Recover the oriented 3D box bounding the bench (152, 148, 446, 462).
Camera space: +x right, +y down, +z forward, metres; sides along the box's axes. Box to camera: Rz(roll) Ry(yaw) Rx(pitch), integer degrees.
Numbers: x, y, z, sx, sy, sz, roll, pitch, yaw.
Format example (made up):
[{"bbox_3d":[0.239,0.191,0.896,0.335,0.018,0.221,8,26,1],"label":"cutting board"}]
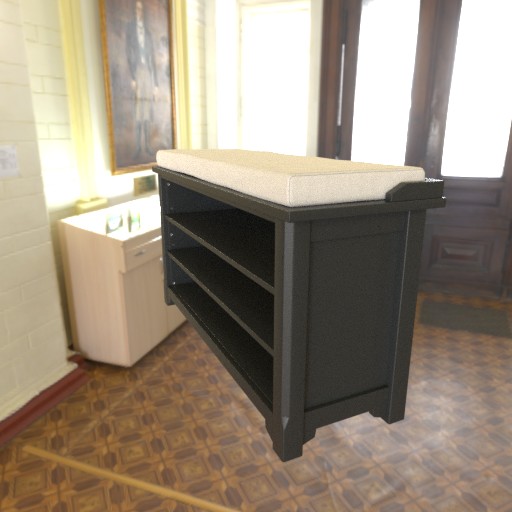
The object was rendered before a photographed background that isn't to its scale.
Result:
[{"bbox_3d":[0.000,0.000,1.257,0.345,0.561,0.973,-7,18,-24],"label":"bench"}]
